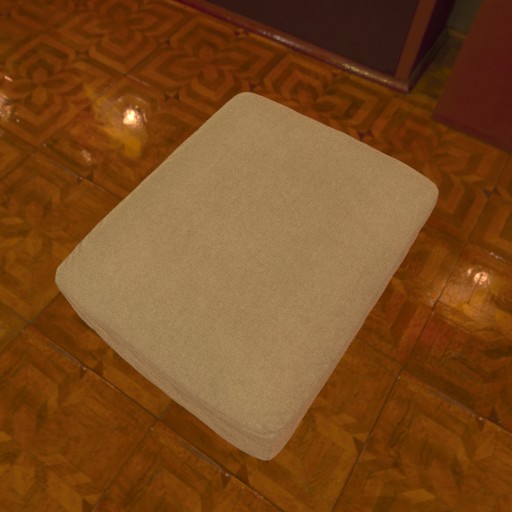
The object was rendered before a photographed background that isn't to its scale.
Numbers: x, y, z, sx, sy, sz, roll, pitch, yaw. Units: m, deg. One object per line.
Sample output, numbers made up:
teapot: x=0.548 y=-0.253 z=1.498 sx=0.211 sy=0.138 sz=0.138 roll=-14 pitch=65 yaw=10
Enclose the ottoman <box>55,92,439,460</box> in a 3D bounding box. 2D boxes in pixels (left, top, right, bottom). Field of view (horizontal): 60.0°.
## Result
ottoman: x=0.000 y=0.000 z=1.239 sx=0.683 sy=0.481 sz=0.837 roll=32 pitch=66 yaw=16
